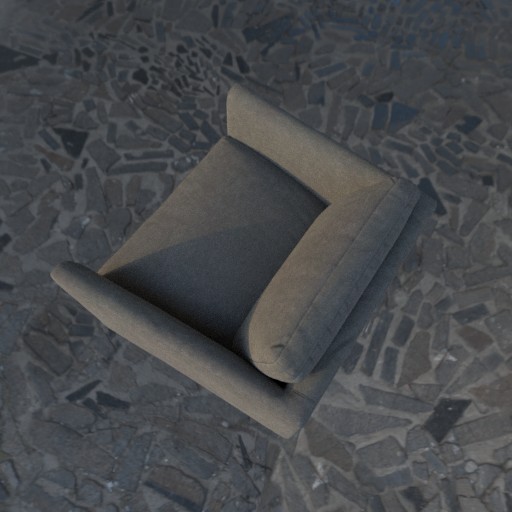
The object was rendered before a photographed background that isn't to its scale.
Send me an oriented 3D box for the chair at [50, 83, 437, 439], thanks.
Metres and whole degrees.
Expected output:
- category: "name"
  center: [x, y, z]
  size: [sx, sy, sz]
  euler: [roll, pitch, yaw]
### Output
- category: "chair"
  center: [0.000, 0.000, 1.930]
  size: [1.091, 0.845, 1.190]
  euler: [32, 68, 14]
